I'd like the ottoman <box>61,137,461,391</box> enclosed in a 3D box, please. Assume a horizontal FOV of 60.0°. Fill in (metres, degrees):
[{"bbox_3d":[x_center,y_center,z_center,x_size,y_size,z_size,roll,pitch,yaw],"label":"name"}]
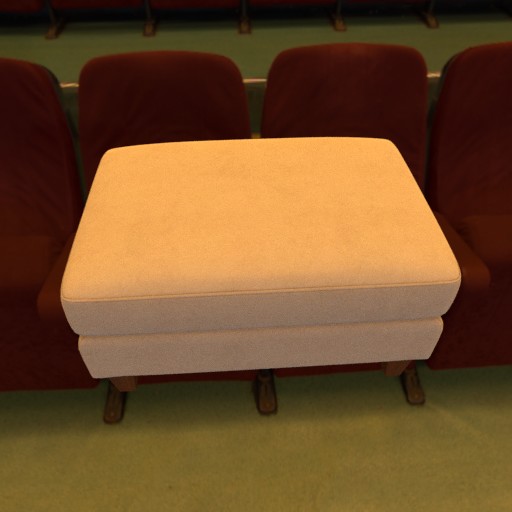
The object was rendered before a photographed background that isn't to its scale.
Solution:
[{"bbox_3d":[0.000,0.000,1.222,0.864,0.483,0.584,-3,46,-3],"label":"ottoman"}]
